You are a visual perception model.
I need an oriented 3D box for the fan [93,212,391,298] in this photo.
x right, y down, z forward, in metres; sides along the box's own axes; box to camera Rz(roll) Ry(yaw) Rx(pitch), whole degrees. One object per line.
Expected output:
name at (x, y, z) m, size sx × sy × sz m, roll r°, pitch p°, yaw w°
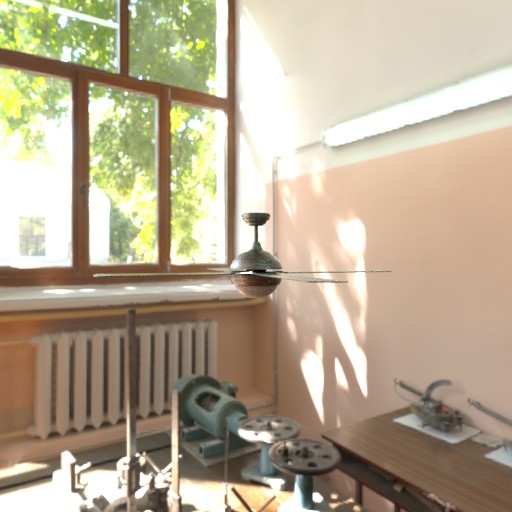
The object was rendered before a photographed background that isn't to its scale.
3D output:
fan at (0.000, 0.000, 2.008) m, size 1.321 × 0.381 × 1.321 m, roll 0°, pitch 0°, yaw 1°
